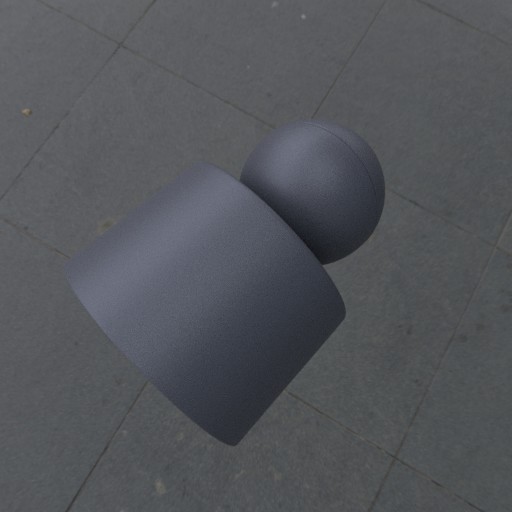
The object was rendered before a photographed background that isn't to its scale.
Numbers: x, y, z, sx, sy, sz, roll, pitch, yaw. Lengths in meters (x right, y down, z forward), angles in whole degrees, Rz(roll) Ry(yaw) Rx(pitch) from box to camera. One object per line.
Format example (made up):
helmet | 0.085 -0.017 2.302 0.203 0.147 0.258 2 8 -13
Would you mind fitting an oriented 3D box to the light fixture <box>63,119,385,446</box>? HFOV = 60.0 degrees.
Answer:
light fixture | 0.000 0.000 0.264 0.160 0.143 0.134 -44 80 -10
